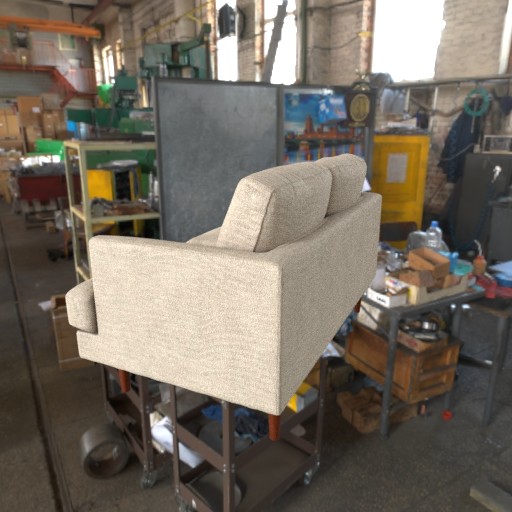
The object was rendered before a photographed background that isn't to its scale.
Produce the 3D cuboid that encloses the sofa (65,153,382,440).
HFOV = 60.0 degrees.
[{"bbox_3d":[0.000,0.000,2.178,0.903,0.944,1.582,8,18,25],"label":"sofa"}]
